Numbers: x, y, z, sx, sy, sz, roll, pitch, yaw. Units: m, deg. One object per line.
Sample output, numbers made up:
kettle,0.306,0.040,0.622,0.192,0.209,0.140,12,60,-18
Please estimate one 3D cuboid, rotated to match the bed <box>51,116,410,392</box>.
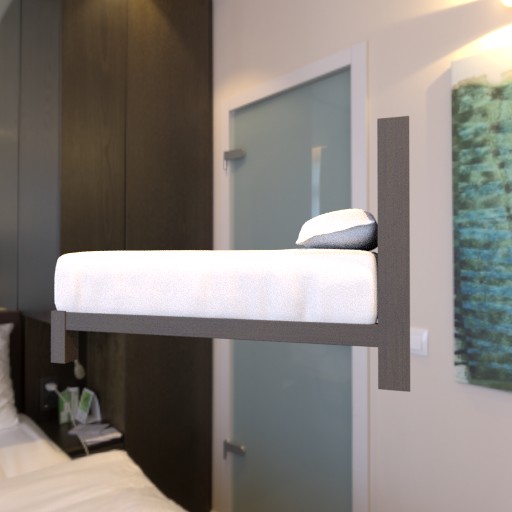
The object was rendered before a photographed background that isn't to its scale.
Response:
bed,0.000,0.000,3.134,1.992,1.261,1.735,0,-1,17
